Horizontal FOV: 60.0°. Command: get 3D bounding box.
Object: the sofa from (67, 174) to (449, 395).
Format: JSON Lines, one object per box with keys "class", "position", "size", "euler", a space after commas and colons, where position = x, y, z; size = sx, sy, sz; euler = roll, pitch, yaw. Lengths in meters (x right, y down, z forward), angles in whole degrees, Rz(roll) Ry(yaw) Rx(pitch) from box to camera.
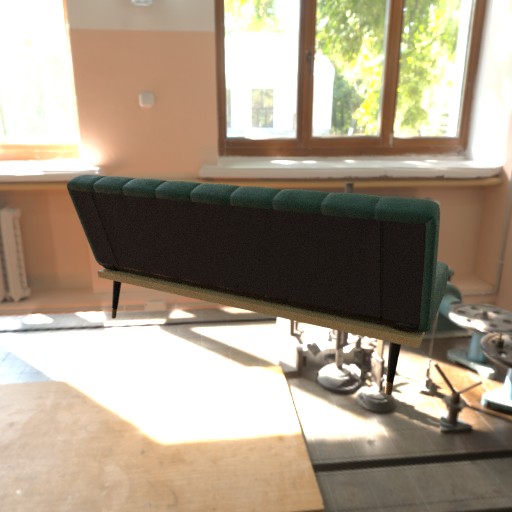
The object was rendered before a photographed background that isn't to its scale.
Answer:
{"class": "sofa", "position": [0.000, 0.000, 2.324], "size": [1.810, 0.820, 0.830], "euler": [9, 18, 28]}
